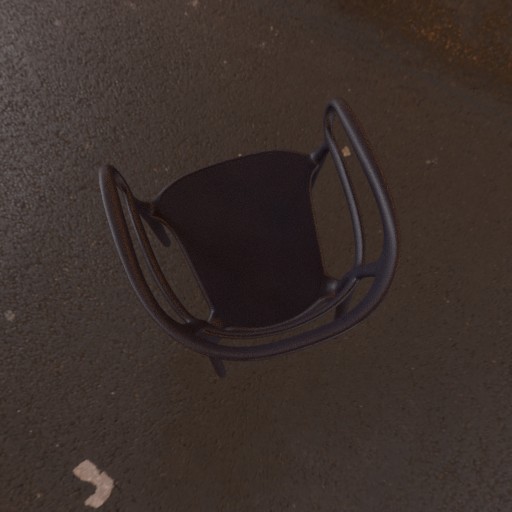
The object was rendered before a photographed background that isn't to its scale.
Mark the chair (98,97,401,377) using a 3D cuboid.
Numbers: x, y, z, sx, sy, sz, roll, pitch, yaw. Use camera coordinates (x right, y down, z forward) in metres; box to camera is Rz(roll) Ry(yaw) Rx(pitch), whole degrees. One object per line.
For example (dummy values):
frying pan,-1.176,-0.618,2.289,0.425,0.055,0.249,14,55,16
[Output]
chair,0.000,0.000,1.128,0.559,0.761,0.527,-18,76,-5
